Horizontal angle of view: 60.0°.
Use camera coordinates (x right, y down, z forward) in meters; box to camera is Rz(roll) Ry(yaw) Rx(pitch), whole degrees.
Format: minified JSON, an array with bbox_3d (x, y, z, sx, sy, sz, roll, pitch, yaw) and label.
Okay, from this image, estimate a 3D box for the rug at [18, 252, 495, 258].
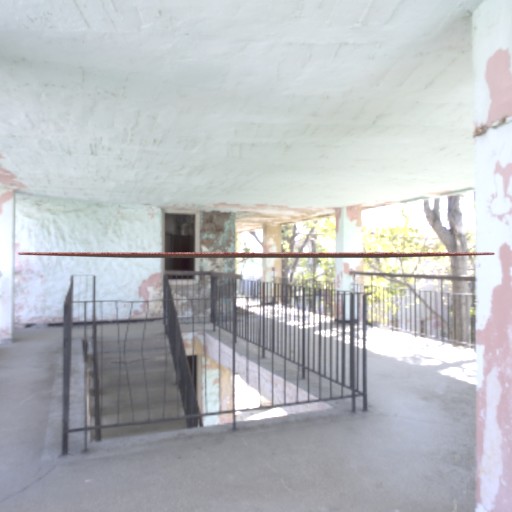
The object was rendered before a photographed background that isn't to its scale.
[{"bbox_3d":[0.000,0.000,4.046,3.050,0.016,2.441,0,-1,-1],"label":"rug"}]
